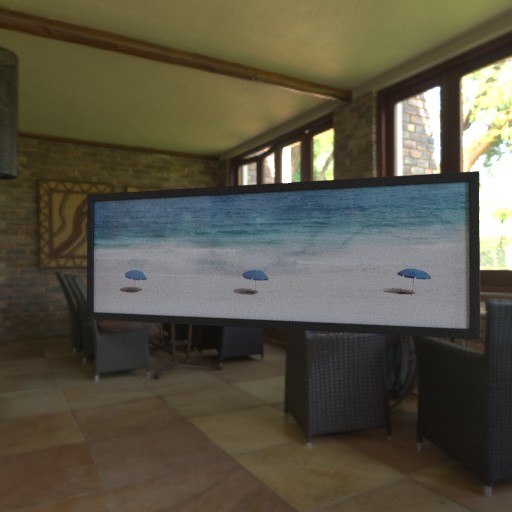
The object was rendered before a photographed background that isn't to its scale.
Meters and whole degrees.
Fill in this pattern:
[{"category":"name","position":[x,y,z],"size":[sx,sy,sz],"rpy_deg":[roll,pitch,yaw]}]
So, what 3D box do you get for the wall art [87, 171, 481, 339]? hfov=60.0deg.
[{"category":"wall art","position":[0.000,0.000,1.731],"size":[1.572,0.554,0.041],"rpy_deg":[0,-1,19]}]
